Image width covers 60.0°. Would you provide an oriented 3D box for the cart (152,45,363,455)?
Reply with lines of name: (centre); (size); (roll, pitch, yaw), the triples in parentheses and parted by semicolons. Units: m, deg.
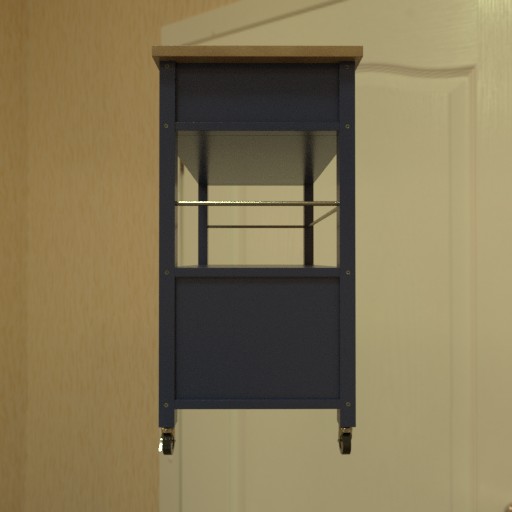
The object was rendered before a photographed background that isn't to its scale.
cart: (0.000, 0.000, 1.372); (0.459, 0.901, 0.840); (0, -1, 0)
